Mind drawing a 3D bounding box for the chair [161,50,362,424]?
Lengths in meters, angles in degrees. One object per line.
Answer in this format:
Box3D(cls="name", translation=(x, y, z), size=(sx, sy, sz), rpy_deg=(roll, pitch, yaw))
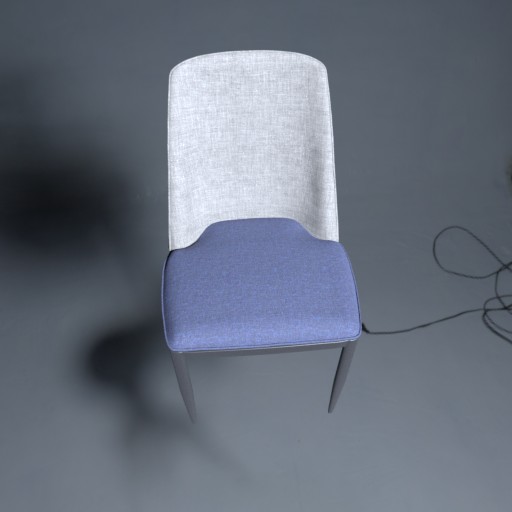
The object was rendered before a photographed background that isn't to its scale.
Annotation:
Box3D(cls="chair", translation=(0.000, 0.000, 1.171), size=(0.488, 0.855, 0.550), rpy_deg=(-3, 47, -3))
